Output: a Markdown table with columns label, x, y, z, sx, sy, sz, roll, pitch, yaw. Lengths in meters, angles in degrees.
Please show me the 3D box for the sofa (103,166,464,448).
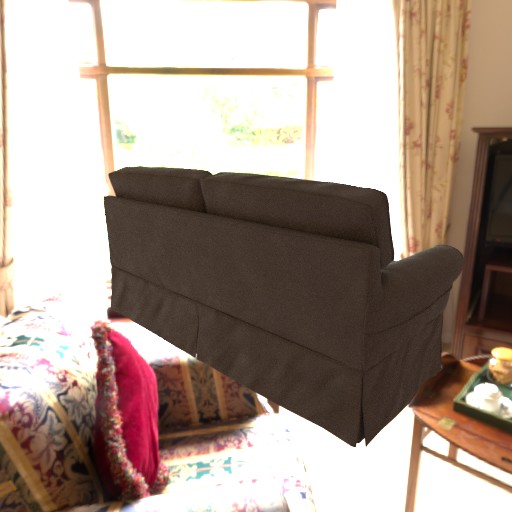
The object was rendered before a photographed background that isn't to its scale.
| label | x | y | z | sx | sy | sz | roll | pitch | yaw |
| --- | --- | --- | --- | --- | --- | --- | --- | --- | --- |
| sofa | 0.000 | 0.000 | 2.801 | 0.983 | 1.094 | 2.256 | -14 | 20 | -42 |
